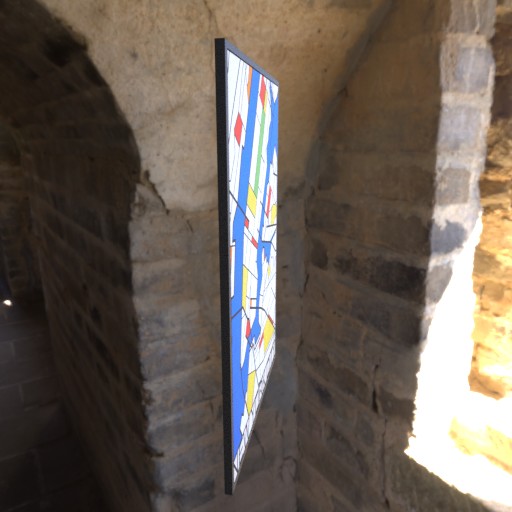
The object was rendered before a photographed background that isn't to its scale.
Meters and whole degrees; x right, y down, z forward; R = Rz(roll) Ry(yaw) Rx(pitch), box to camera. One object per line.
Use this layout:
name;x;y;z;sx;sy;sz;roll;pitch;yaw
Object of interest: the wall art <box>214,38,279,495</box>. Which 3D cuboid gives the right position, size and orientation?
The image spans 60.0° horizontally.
wall art;0.000;0.000;0.832;0.013;0.660;0.460;3;16;10
